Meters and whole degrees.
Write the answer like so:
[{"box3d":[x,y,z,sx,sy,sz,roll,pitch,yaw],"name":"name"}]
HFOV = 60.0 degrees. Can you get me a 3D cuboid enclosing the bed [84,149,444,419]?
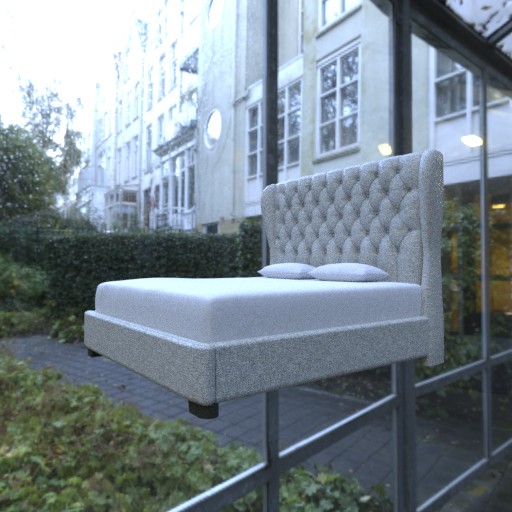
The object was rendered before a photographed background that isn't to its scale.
[{"box3d":[0.000,0.000,3.857,2.347,1.771,2.219,1,-1,-37],"name":"bed"}]
